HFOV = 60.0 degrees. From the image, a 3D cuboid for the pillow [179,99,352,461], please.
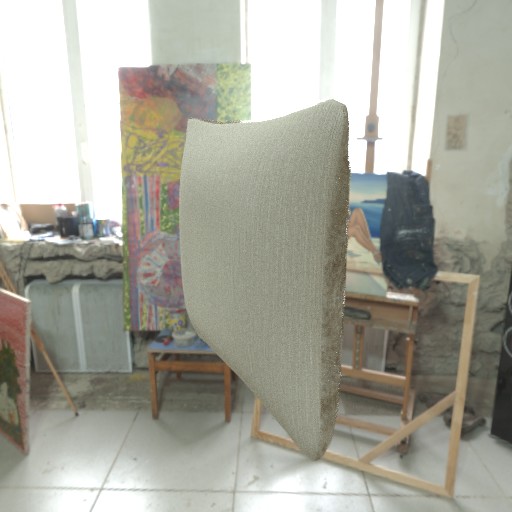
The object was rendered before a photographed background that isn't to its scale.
[{"bbox_3d":[0.000,0.000,0.830,0.216,0.525,0.538,-8,16,-27],"label":"pillow"}]
